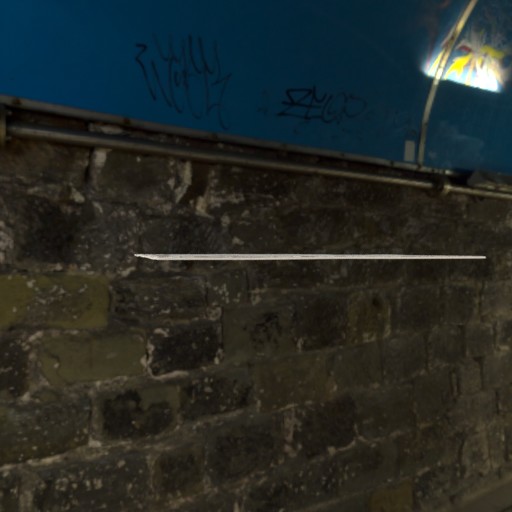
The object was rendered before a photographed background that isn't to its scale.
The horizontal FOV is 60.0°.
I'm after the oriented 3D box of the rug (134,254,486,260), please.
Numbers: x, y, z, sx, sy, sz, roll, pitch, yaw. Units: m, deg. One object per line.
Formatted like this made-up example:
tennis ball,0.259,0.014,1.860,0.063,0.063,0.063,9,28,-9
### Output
rug,0.000,0.000,3.035,1.531,0.023,2.444,0,0,-17
